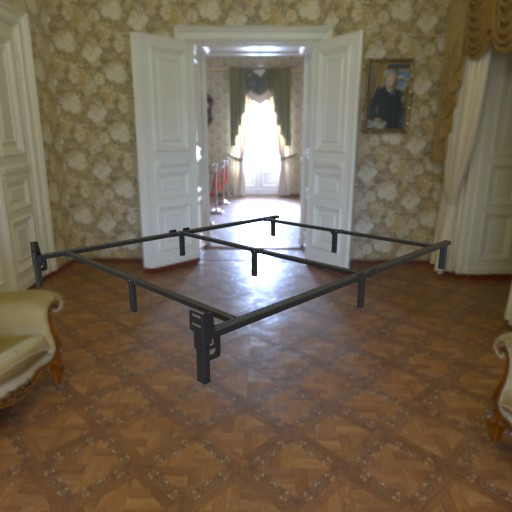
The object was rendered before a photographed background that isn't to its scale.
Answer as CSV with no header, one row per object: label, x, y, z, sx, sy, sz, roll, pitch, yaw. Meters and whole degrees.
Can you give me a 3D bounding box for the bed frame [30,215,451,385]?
bed frame,0.000,0.000,2.617,1.498,0.248,1.990,14,20,43
